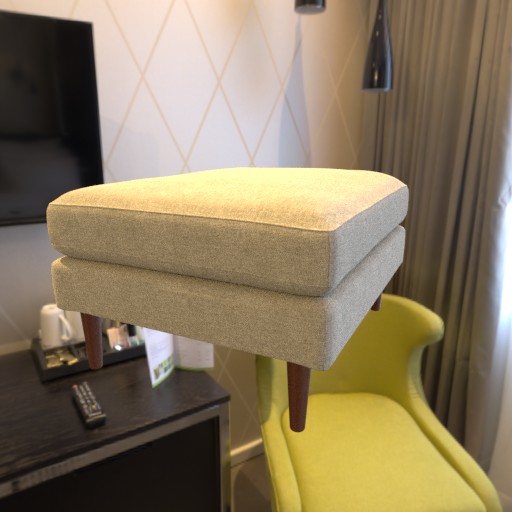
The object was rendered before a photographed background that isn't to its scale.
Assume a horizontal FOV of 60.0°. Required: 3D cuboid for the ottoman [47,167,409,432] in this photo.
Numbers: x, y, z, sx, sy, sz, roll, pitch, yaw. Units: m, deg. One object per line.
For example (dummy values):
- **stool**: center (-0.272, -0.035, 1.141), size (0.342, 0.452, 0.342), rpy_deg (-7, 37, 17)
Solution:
- **ottoman**: center (0.000, 0.000, 1.251), size (0.693, 0.474, 0.821), rpy_deg (7, 17, 26)
